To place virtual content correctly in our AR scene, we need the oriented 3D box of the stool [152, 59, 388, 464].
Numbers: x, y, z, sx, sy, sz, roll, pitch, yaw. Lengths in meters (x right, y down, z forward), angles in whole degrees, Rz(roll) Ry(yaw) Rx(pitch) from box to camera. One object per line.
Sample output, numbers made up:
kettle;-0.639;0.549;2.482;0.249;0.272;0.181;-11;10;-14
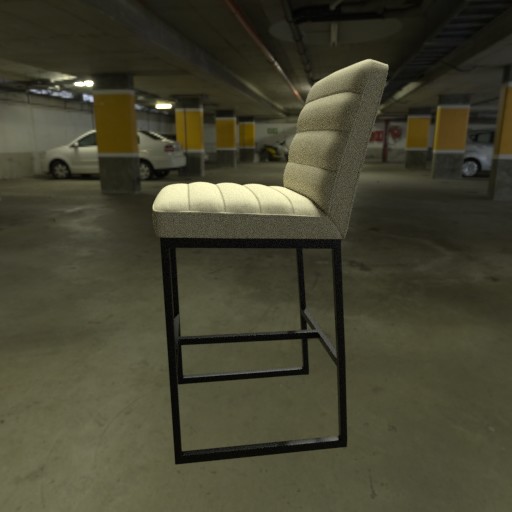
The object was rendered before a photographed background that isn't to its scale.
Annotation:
stool;0.000;0.000;1.320;0.560;1.040;0.460;-2;14;-8
